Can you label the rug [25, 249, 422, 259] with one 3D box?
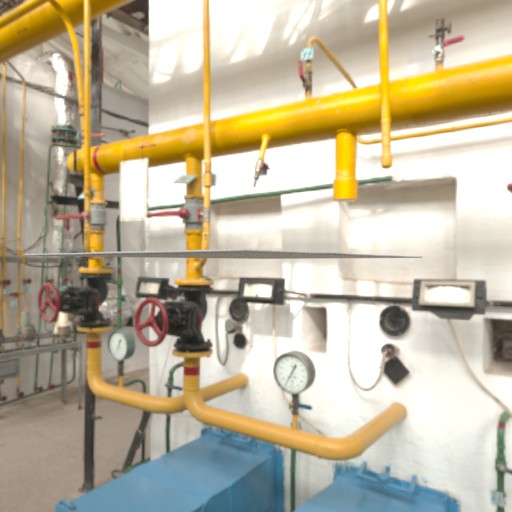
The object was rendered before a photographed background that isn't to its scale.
[{"bbox_3d":[0.000,0.000,2.356,1.231,0.012,1.835,-1,-1,36],"label":"rug"}]
